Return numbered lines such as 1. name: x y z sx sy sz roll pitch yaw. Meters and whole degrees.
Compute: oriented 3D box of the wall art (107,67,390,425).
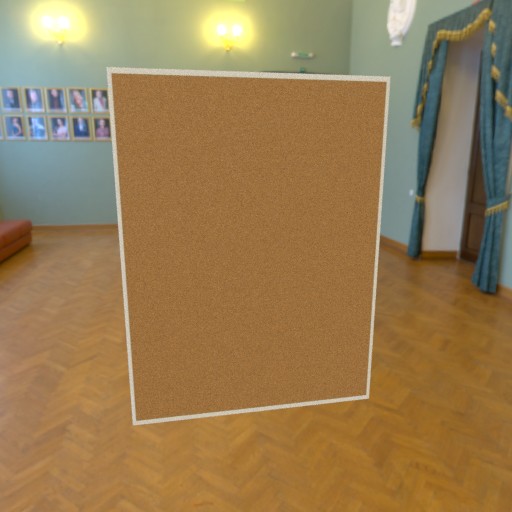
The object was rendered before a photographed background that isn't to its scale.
1. wall art: 0.000 0.000 1.361 0.795 1.050 0.039 -3 14 -11
